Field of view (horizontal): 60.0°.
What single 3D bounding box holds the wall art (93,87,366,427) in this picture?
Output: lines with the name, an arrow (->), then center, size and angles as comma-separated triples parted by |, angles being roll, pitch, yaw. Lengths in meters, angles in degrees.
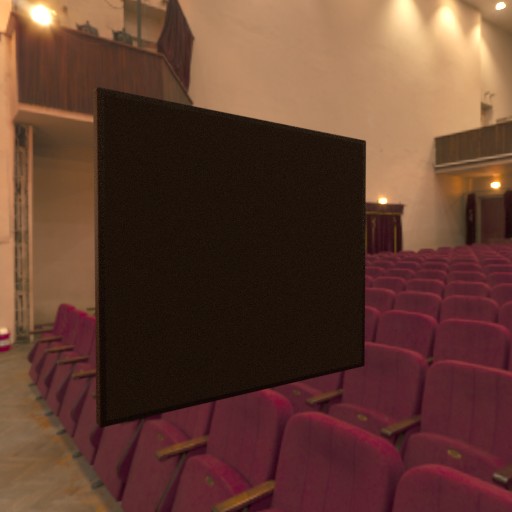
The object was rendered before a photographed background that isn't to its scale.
wall art -> 0.000, 0.000, 0.742 | 0.521, 0.450, 0.018 | -1, 2, -35
